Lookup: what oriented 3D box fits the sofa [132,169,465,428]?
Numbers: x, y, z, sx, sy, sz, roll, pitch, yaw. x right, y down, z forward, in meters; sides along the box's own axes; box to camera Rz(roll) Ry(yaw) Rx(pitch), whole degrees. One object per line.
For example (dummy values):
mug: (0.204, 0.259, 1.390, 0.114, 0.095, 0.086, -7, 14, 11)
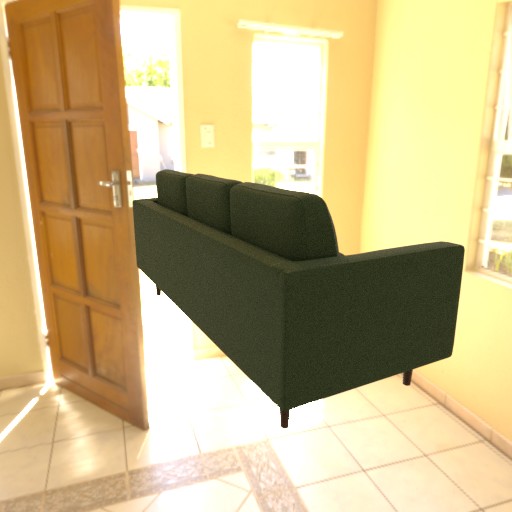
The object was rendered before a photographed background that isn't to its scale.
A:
sofa: (0.000, 0.000, 2.482, 0.879, 0.899, 2.029, -8, 16, -27)
